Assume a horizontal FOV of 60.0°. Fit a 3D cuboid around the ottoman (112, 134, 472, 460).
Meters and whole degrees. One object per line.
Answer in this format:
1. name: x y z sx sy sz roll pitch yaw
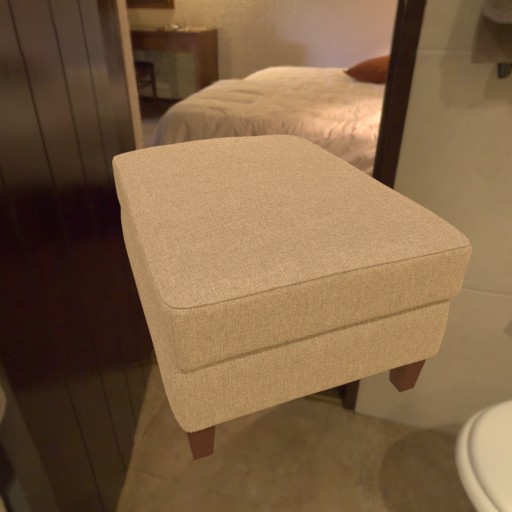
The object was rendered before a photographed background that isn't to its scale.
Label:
1. ottoman: 0.000 0.000 1.277 0.677 0.519 0.898 -11 33 -18
